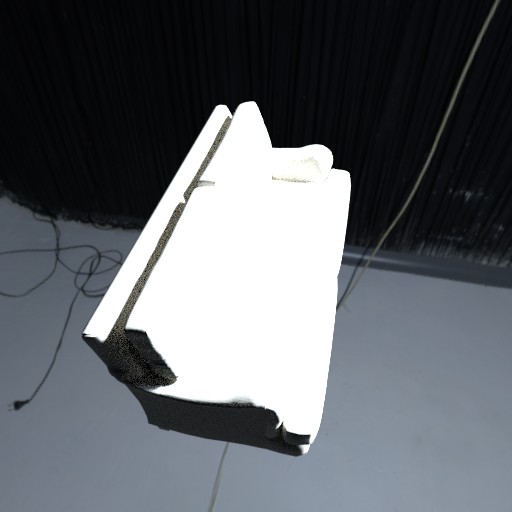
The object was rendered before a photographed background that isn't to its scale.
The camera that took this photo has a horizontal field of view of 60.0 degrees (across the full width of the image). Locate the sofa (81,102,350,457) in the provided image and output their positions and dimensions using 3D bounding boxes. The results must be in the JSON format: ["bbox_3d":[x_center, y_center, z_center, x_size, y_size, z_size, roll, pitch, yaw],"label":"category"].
[{"bbox_3d":[0.000,0.000,2.832,1.086,1.087,2.159,9,47,9],"label":"sofa"}]
